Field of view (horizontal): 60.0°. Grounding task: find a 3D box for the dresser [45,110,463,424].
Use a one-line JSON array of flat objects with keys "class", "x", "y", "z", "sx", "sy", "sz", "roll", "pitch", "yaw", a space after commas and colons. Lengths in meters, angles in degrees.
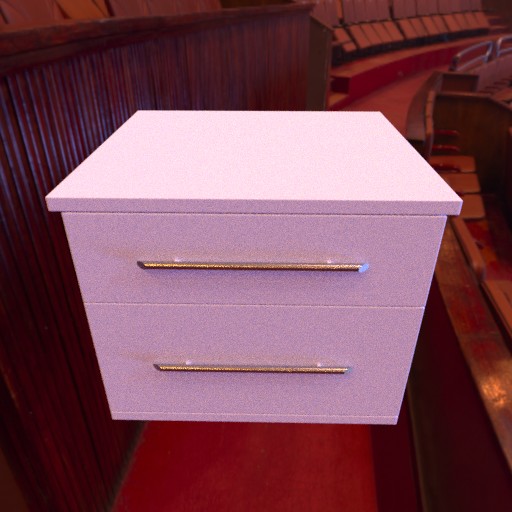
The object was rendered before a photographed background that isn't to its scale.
[{"class": "dresser", "x": 0.000, "y": 0.000, "z": 0.707, "sx": 0.430, "sy": 0.360, "sz": 0.400, "roll": 1, "pitch": 31, "yaw": 1}]
